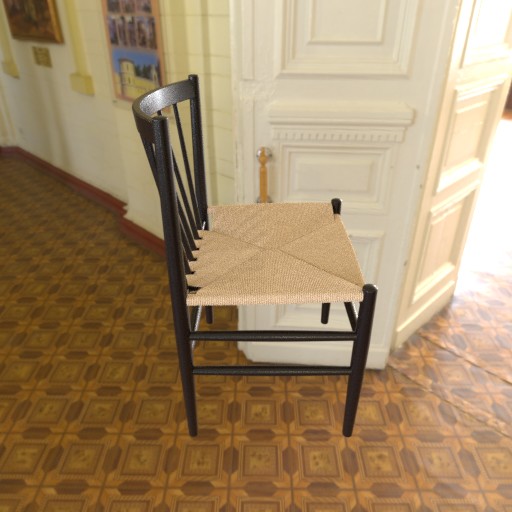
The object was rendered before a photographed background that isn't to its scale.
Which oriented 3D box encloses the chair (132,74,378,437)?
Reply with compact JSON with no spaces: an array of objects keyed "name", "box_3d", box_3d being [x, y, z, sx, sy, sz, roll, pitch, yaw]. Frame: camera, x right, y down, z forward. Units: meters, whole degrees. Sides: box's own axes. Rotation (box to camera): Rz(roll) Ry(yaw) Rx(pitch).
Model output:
[{"name":"chair","box_3d":[0.000,0.000,1.154,0.516,0.818,0.495,0,31,0]}]
